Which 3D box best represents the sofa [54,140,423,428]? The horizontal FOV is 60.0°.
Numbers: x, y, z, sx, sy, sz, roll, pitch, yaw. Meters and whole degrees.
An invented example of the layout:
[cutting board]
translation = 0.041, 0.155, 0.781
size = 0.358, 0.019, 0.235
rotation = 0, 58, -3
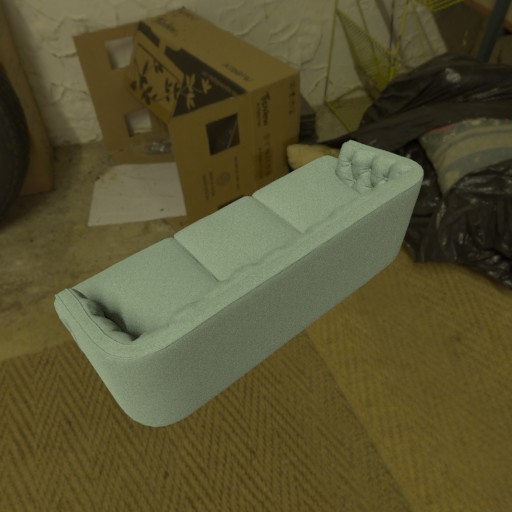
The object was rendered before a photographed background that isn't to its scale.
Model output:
[sofa]
translation = 0.000, 0.000, 2.791
size = 2.278, 0.855, 0.941
rotation = -31, 54, -26
